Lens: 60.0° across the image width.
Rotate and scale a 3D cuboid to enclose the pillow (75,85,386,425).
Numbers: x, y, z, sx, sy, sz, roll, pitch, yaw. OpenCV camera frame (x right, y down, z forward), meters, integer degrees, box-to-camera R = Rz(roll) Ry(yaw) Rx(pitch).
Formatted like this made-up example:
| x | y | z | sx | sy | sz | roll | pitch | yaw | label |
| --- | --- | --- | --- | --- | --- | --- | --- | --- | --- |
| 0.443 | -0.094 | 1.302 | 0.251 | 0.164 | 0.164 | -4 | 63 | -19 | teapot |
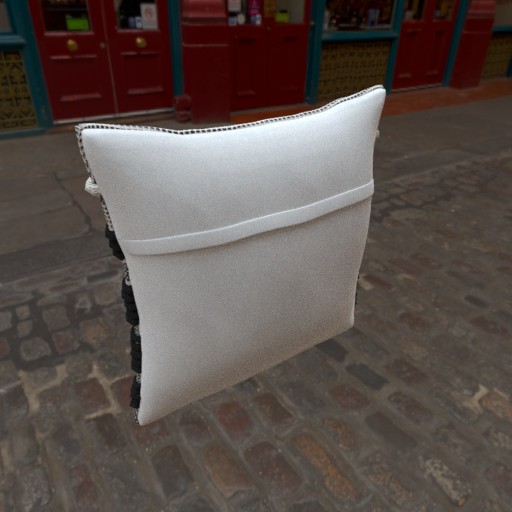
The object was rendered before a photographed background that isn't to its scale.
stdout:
| x | y | z | sx | sy | sz | roll | pitch | yaw | label |
| --- | --- | --- | --- | --- | --- | --- | --- | --- | --- |
| 0.000 | 0.000 | 0.648 | 0.436 | 0.438 | 0.156 | -18 | 35 | -28 | pillow |
